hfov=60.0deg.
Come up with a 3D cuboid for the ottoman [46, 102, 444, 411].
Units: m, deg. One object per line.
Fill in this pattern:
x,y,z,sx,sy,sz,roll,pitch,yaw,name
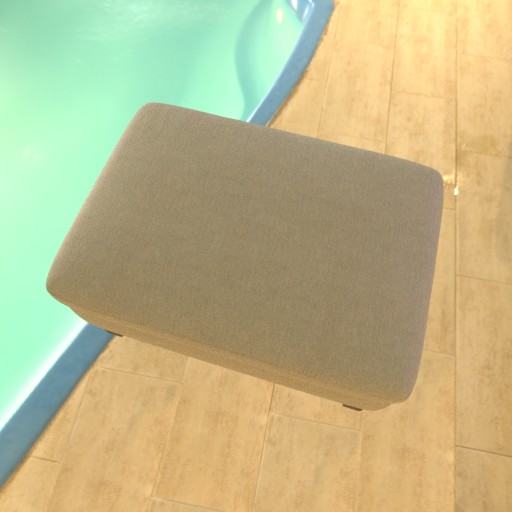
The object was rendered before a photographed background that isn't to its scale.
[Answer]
0.000,0.000,1.031,0.735,0.404,0.528,15,65,7,ottoman
